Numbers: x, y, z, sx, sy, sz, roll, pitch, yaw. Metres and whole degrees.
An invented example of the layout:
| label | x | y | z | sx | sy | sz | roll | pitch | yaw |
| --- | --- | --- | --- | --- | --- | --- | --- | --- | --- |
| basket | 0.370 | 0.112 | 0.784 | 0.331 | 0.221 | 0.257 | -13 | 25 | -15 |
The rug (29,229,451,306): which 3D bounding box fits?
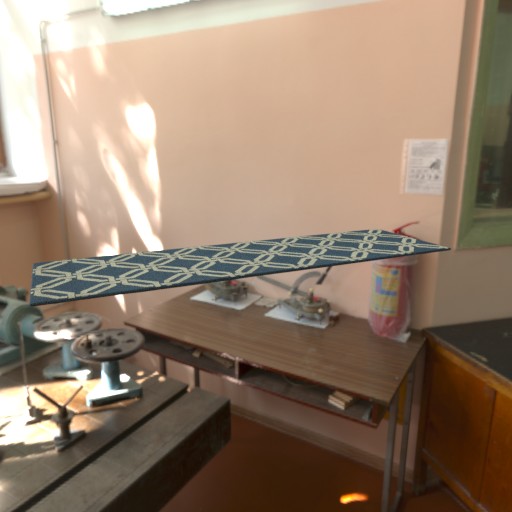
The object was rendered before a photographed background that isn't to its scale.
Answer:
| label | x | y | z | sx | sy | sz | roll | pitch | yaw |
| --- | --- | --- | --- | --- | --- | --- | --- | --- | --- |
| rug | 0.000 | 0.000 | 2.499 | 2.276 | 0.014 | 0.678 | -7 | 16 | -24 |
